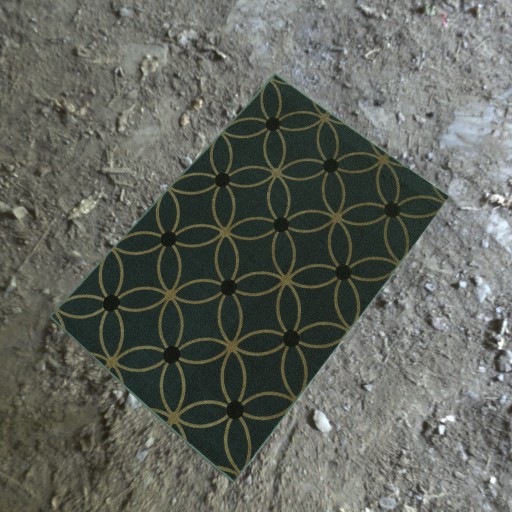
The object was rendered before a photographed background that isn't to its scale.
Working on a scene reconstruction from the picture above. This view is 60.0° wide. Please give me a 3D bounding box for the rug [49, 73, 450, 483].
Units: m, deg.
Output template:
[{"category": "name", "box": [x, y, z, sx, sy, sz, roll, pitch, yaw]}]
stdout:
[{"category": "rug", "box": [0.000, 0.000, 2.881, 1.522, 0.008, 2.284, 38, 79, 9]}]
